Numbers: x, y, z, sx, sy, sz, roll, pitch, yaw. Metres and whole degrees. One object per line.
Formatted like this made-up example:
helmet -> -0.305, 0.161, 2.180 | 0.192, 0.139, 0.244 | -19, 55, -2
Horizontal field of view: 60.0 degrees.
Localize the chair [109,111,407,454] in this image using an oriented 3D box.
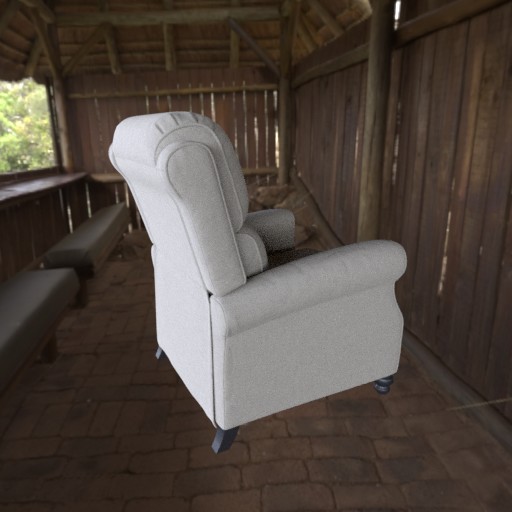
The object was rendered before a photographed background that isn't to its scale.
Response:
chair -> 0.000, 0.000, 1.728 | 0.919, 1.046, 0.859 | -8, 18, -26
